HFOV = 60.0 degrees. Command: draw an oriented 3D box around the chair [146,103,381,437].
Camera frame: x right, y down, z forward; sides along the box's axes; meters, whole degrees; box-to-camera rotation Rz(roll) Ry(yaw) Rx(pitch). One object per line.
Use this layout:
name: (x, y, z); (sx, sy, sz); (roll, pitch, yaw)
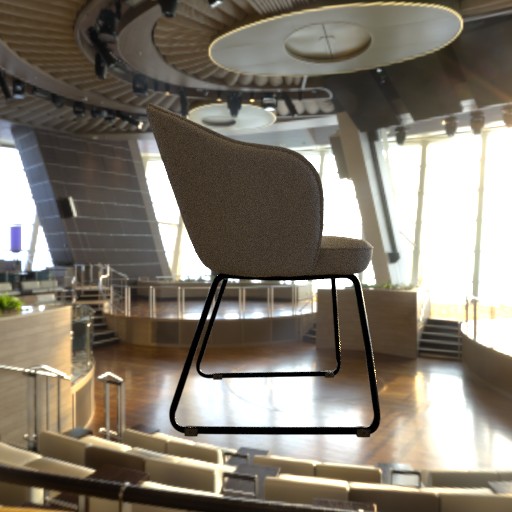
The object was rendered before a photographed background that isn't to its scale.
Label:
chair: (0.000, 0.000, 1.251); (0.592, 0.817, 0.570); (0, 0, -1)
